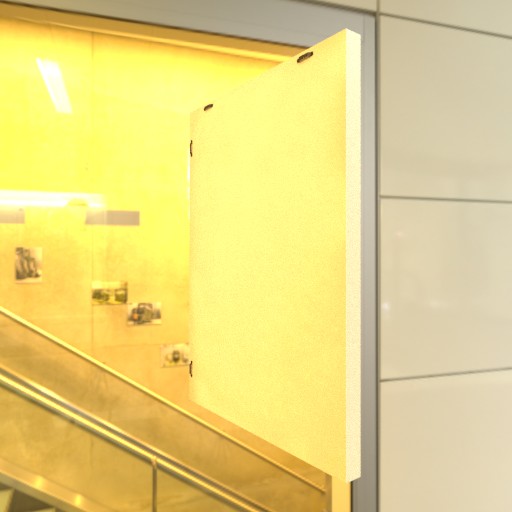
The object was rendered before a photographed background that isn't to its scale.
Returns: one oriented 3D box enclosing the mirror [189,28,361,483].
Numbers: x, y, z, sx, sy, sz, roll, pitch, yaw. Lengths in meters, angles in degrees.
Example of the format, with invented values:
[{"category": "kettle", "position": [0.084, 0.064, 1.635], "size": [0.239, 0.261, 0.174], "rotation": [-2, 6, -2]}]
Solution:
[{"category": "mirror", "position": [0.000, 0.000, 0.903], "size": [0.040, 0.710, 0.507], "rotation": [0, 0, -37]}]
